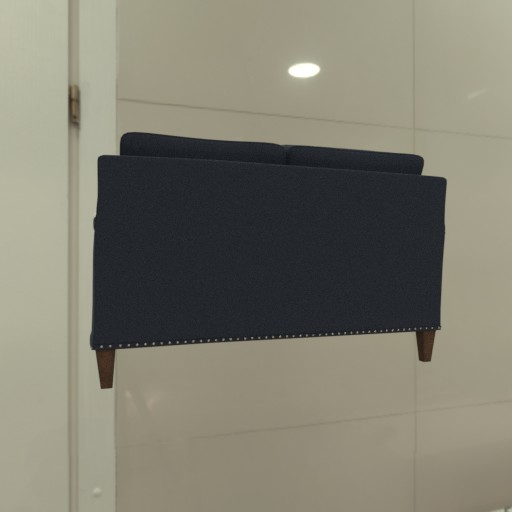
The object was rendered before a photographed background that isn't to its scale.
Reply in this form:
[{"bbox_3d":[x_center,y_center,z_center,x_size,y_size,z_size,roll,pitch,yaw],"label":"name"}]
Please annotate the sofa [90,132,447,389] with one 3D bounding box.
[{"bbox_3d":[0.000,0.000,2.292,1.597,1.003,1.084,0,0,-17],"label":"sofa"}]
